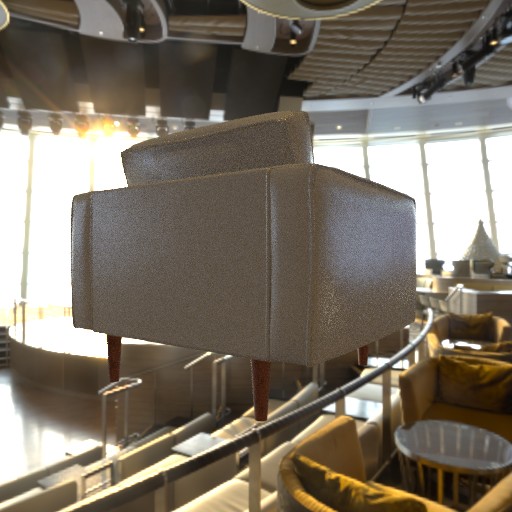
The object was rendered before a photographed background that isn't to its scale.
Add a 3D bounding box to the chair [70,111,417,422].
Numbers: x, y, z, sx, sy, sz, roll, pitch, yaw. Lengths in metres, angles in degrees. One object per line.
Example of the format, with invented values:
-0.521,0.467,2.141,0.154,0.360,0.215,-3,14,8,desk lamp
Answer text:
0.000,0.000,1.515,0.928,0.773,0.843,0,0,35,chair
